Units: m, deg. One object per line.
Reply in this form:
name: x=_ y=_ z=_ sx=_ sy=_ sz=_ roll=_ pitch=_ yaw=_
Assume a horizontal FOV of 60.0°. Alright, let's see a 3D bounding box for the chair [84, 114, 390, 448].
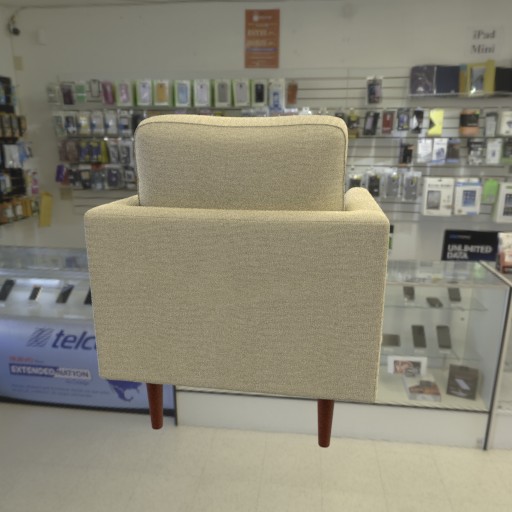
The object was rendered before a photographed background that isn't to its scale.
chair: x=0.000 y=0.000 z=1.618 sx=0.858 sy=0.957 sz=0.899 roll=2 pitch=15 yaw=9
